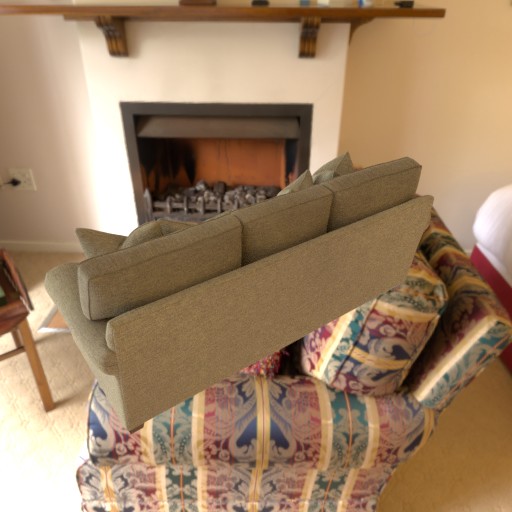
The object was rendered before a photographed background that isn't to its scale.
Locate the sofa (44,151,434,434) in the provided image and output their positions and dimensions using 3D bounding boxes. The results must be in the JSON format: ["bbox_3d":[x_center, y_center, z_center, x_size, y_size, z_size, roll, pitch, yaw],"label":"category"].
[{"bbox_3d":[0.000,0.000,2.752,2.312,0.975,0.965,-21,37,-31],"label":"sofa"}]
